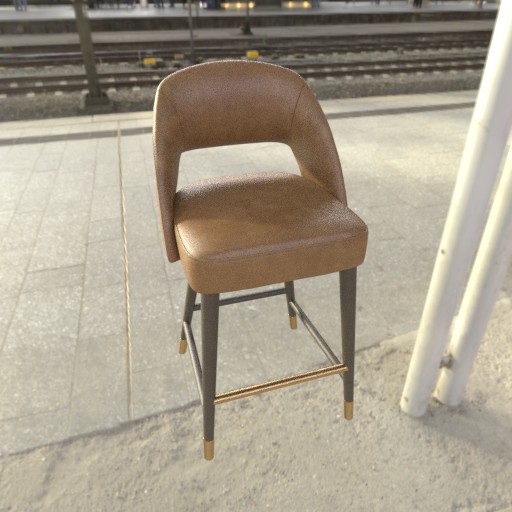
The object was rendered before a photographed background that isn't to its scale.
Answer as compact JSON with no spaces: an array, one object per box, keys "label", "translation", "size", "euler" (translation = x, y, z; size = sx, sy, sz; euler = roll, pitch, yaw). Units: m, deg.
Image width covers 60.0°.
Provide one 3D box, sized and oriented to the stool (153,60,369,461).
[{"label":"stool","translation":[0.000,0.000,1.229],"size":[0.494,0.940,0.509],"euler":[-10,33,-15]}]
